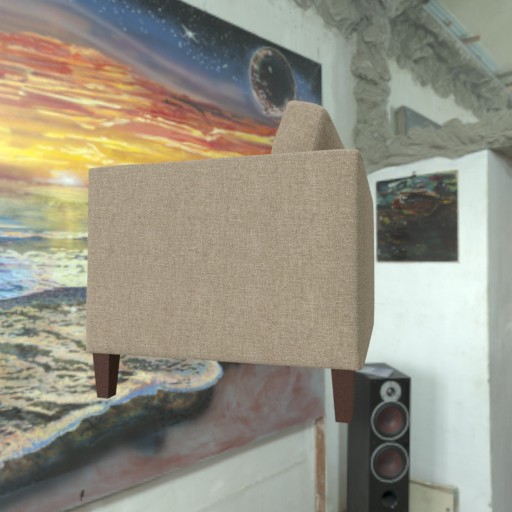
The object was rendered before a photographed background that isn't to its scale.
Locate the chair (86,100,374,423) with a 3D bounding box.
[{"bbox_3d":[0.000,0.000,1.897,0.959,0.987,1.107,0,-1,17],"label":"chair"}]
